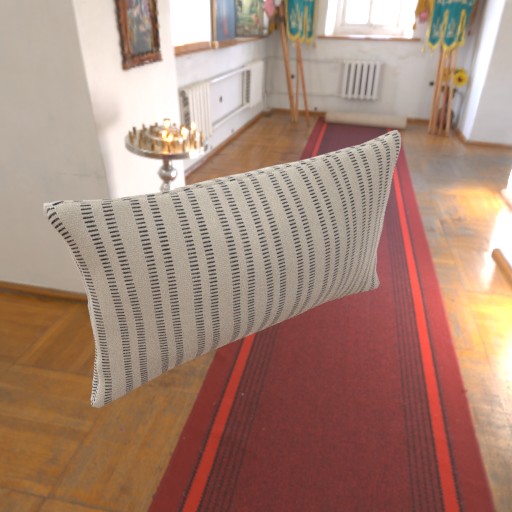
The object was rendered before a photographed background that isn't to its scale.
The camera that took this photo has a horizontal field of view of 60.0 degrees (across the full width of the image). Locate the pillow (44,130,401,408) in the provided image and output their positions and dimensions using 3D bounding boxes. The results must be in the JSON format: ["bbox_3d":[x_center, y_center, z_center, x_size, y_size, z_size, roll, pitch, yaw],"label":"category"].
[{"bbox_3d":[0.000,0.000,0.778,0.640,0.353,0.210,-18,35,-28],"label":"pillow"}]
